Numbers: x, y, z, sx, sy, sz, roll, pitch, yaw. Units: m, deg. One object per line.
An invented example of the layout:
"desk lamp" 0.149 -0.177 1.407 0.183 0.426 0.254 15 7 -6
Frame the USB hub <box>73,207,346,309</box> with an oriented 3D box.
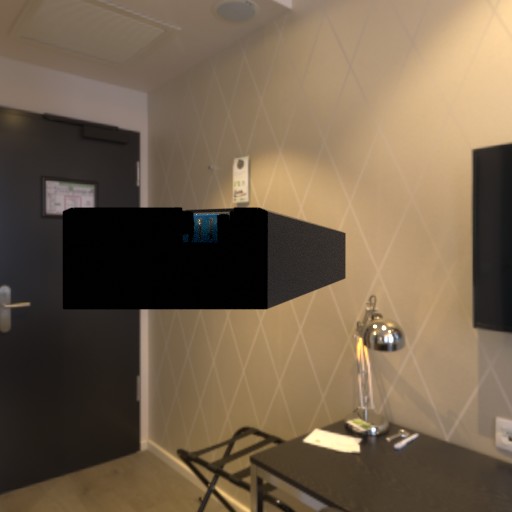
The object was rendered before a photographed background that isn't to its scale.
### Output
"USB hub" 0.000 0.000 0.159 0.044 0.023 0.145 0 1 20
